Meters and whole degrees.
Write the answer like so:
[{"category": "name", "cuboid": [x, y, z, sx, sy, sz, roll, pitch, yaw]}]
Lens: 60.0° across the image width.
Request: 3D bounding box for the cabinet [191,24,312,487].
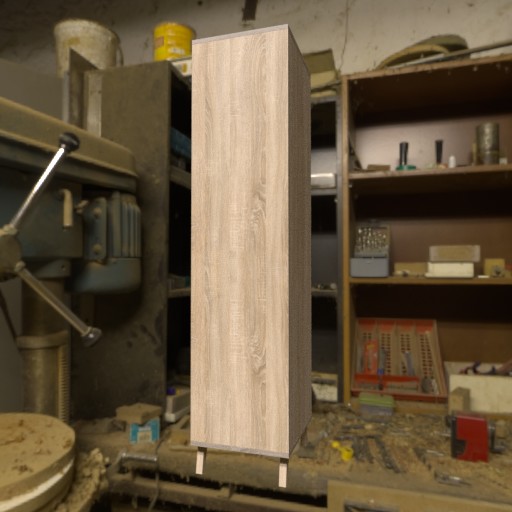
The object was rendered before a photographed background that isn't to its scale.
[{"category": "cabinet", "cuboid": [0.000, 0.000, 2.173, 0.450, 1.960, 0.510, 0, -1, 18]}]
